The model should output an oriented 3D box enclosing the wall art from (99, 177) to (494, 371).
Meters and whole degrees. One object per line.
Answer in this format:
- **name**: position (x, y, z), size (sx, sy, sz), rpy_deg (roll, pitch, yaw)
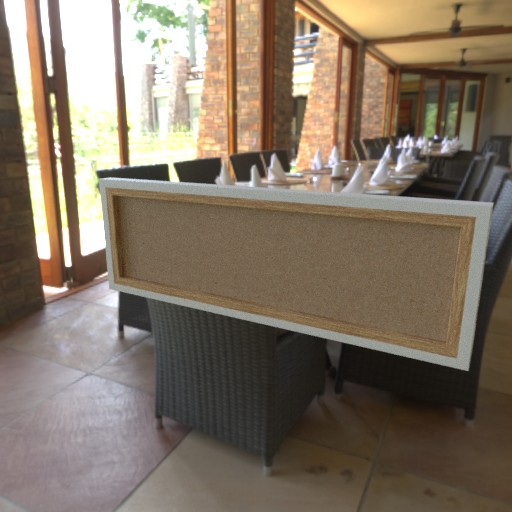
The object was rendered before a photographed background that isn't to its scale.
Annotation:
- **wall art**: position (0.000, 0.000, 0.837), size (0.763, 0.255, 0.038), rpy_deg (8, 18, 28)
